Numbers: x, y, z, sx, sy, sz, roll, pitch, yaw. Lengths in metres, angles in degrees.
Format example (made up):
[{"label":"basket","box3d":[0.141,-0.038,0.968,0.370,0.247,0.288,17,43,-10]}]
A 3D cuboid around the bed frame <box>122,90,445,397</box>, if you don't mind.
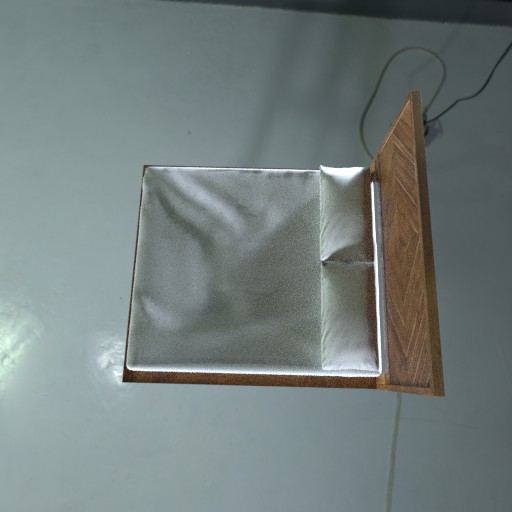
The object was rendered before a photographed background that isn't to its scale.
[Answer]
[{"label":"bed frame","box3d":[0.000,0.000,3.567,2.235,1.537,2.038,1,75,0]}]
